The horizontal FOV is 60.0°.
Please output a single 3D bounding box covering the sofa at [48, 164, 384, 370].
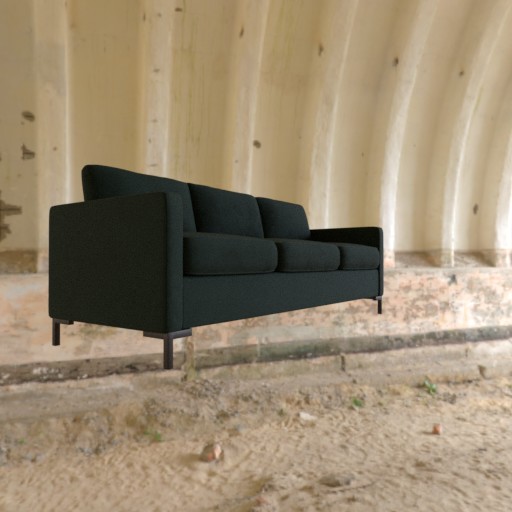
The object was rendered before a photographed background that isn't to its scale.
[{"bbox_3d":[0.000,0.000,2.755,0.859,0.870,2.218,0,-1,36],"label":"sofa"}]
